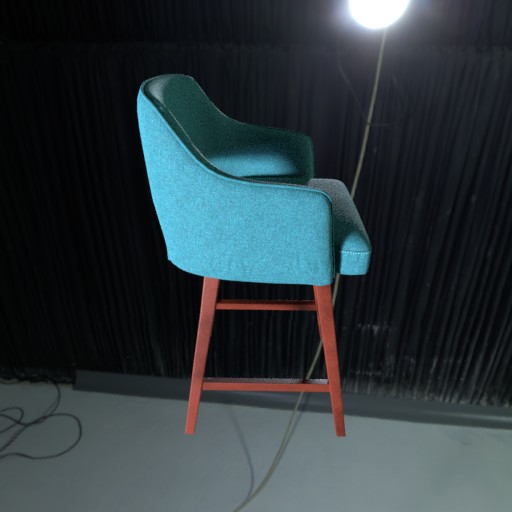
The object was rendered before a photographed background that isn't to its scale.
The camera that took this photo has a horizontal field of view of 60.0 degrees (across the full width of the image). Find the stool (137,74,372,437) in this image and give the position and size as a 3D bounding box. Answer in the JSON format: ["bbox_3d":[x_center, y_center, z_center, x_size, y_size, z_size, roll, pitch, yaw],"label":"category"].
[{"bbox_3d":[0.000,0.000,1.293,0.556,0.961,0.548,1,29,1],"label":"stool"}]
